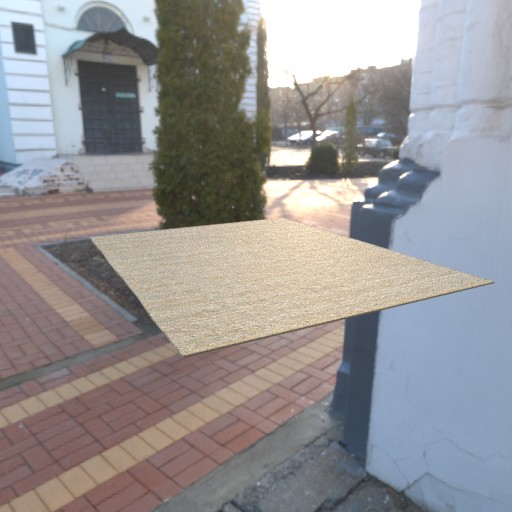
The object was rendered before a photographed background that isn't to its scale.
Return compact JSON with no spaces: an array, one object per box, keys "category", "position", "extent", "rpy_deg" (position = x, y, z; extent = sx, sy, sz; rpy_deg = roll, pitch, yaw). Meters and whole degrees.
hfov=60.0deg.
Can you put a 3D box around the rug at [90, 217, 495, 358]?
[{"category":"rug","position":[0.000,0.000,4.064],"extent":[2.471,0.012,3.034],"rpy_deg":[-8,17,-27]}]
